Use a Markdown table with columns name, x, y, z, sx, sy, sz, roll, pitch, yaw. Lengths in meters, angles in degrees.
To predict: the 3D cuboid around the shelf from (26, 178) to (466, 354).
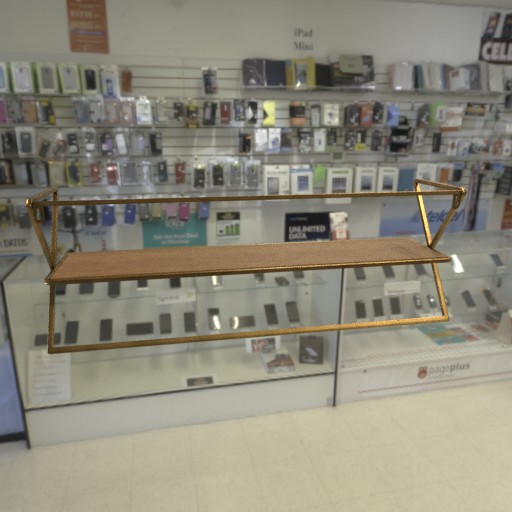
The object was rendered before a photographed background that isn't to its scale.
| name | x | y | z | sx | sy | sz | roll | pitch | yaw |
| --- | --- | --- | --- | --- | --- | --- | --- | --- | --- |
| shelf | 0.000 | 0.000 | 0.741 | 0.645 | 0.229 | 0.150 | -3 | 16 | -10 |
